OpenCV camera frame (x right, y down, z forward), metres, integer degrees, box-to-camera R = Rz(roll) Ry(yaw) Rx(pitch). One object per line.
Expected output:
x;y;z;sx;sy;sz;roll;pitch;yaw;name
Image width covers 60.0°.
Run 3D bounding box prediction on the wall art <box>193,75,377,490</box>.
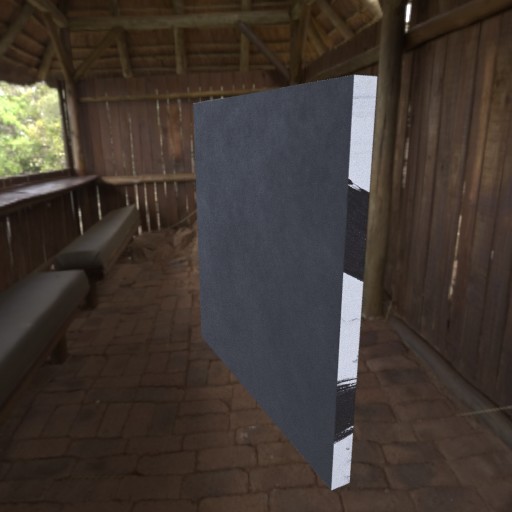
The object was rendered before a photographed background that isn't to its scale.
0.000;0.000;1.112;0.046;0.765;0.765;-8;17;-25;wall art
